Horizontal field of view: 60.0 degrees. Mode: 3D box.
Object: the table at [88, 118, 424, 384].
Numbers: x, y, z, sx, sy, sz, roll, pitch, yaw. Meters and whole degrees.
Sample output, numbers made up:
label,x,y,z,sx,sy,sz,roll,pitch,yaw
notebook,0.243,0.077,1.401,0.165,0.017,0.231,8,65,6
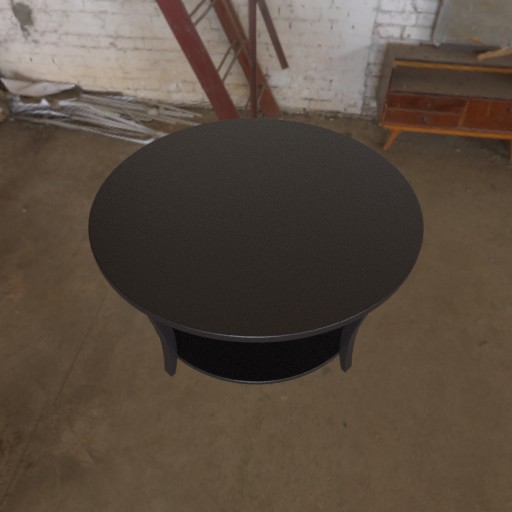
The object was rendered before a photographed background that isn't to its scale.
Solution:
label,x,y,z,sx,sy,sz,roll,pitch,yaw
table,0.000,0.000,1.410,0.914,0.457,0.914,0,46,0
